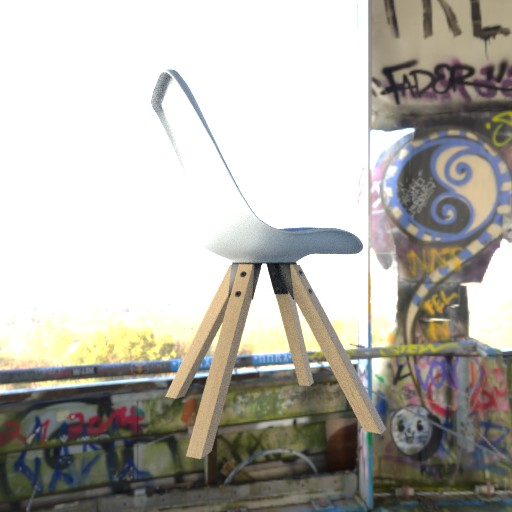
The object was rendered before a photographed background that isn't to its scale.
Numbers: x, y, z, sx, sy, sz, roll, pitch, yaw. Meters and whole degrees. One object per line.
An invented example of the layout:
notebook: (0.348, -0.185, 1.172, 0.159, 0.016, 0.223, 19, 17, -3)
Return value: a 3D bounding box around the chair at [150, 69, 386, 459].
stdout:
chair: (0.000, 0.000, 1.193, 0.550, 0.850, 0.485, 0, 0, -17)
